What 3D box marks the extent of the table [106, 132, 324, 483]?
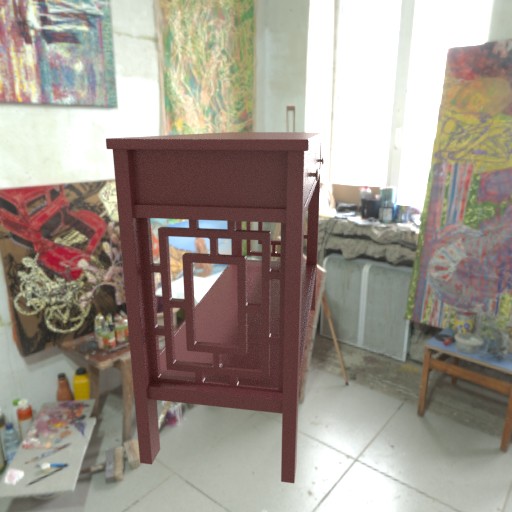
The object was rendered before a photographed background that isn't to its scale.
[{"bbox_3d":[0.000,0.000,1.422,0.397,0.753,1.068,3,16,9],"label":"table"}]
